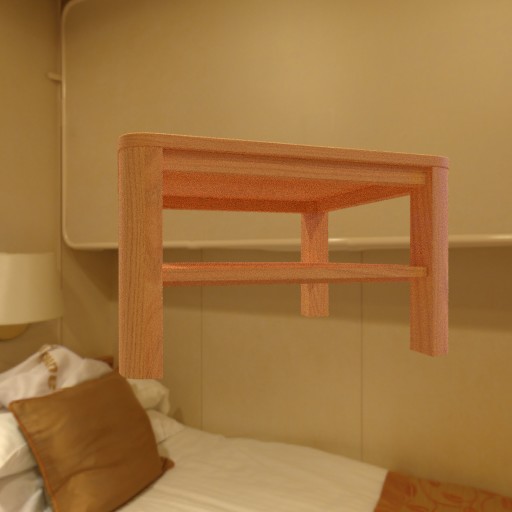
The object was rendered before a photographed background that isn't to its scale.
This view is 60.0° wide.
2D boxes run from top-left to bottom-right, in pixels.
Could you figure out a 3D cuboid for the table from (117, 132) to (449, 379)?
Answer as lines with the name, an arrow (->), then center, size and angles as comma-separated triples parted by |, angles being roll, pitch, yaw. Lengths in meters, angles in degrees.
table -> 0.000, 0.000, 1.258 | 0.750, 0.450, 0.750 | 0, 0, -17
